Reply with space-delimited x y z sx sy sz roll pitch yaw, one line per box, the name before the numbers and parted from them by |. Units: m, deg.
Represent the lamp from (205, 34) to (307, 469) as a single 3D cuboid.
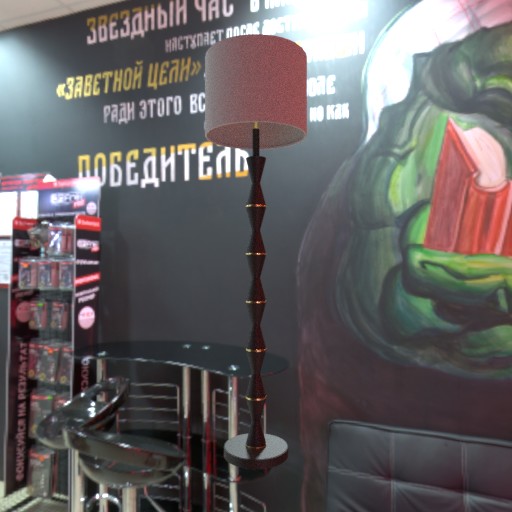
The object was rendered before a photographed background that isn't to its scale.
lamp | 0.000 0.000 1.662 0.381 1.480 0.381 0 -1 -37
